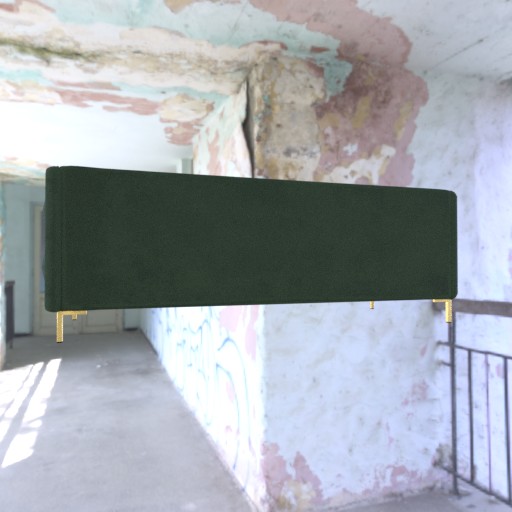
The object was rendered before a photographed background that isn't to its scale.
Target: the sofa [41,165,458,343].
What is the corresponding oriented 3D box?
[{"bbox_3d":[0.000,0.000,2.620,2.209,0.771,0.895,0,-1,-18],"label":"sofa"}]
